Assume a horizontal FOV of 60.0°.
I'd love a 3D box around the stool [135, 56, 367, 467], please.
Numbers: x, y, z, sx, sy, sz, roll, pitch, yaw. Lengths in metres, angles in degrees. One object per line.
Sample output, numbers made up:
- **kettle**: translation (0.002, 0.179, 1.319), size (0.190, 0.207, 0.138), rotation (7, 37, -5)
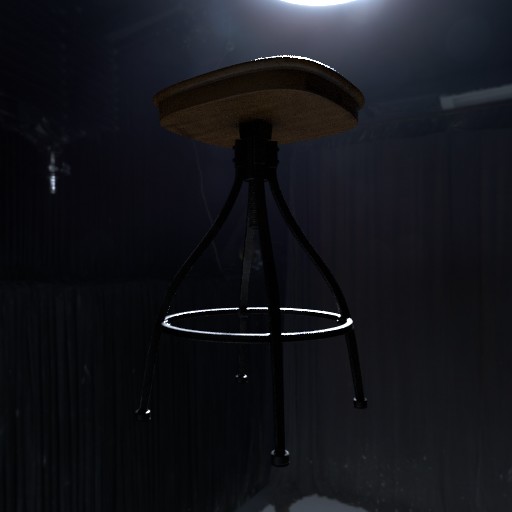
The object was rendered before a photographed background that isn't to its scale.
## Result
- **stool**: translation (0.000, 0.000, 0.981), size (0.432, 0.694, 0.424), rotation (0, 0, 35)
